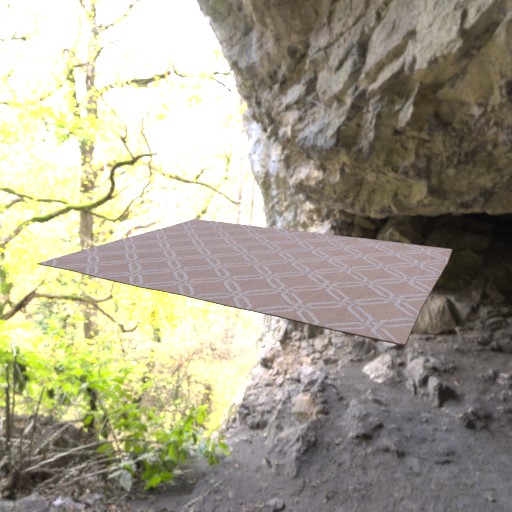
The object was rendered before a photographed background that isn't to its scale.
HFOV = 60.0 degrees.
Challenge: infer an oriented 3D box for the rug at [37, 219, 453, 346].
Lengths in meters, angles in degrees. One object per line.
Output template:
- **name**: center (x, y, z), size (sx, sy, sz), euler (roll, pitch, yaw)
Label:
- **rug**: center (0.000, 0.000, 4.373), size (3.365, 0.020, 2.452), euler (9, 18, 28)
